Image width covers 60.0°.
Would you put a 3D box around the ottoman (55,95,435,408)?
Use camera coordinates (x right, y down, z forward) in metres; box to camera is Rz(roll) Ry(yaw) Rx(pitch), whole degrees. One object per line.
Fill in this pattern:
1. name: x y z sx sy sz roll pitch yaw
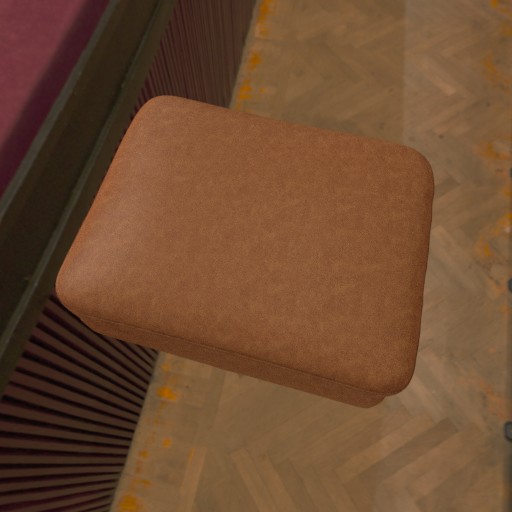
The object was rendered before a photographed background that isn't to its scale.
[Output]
1. ottoman: 0.000 0.000 1.121 0.747 0.478 0.593 13 66 6
